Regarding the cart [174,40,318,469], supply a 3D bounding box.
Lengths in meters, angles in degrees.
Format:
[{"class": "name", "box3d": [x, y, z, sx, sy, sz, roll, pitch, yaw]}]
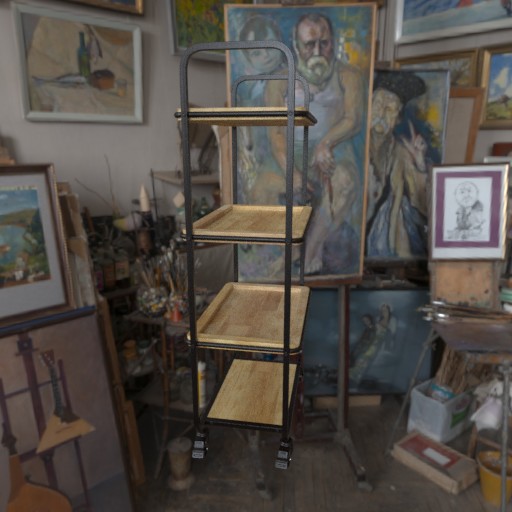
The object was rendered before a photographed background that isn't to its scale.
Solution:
[{"class": "cart", "box3d": [0.000, 0.000, 1.326, 0.321, 1.080, 0.545, 3, 15, 10]}]
